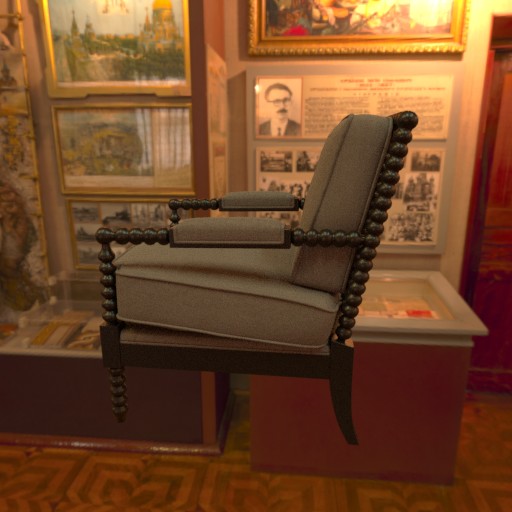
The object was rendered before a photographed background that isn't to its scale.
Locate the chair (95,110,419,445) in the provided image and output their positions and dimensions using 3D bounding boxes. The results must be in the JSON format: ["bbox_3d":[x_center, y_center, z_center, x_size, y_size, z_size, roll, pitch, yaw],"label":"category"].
[{"bbox_3d":[0.000,0.000,1.099,0.622,0.661,0.540,2,15,7],"label":"chair"}]
